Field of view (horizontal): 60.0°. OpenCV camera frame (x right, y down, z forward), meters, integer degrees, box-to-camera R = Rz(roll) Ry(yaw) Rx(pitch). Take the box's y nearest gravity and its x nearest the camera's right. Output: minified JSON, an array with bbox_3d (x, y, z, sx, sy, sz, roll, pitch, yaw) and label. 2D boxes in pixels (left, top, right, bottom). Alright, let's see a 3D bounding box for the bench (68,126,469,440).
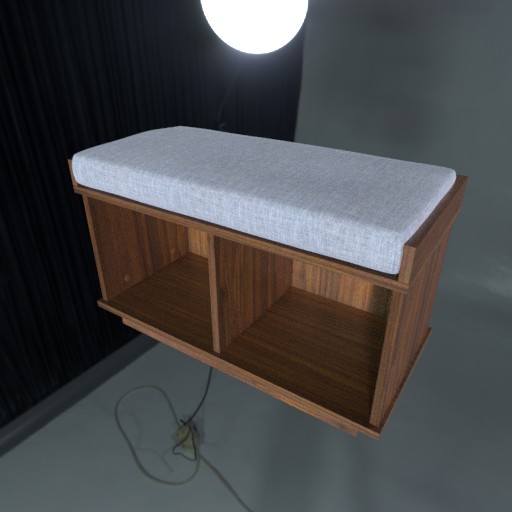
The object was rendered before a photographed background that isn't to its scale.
[{"bbox_3d":[0.000,0.000,0.988,0.734,0.461,0.362,18,33,29],"label":"bench"}]
